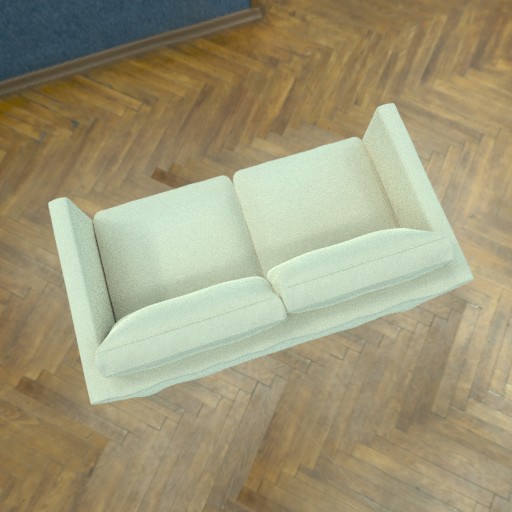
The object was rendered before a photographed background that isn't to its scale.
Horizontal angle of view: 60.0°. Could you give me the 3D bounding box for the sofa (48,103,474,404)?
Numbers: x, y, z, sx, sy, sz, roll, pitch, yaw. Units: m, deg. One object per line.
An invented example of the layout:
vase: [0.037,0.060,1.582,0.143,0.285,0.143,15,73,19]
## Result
sofa: [0.000,0.000,2.257,1.746,0.834,0.962,-17,76,-5]
